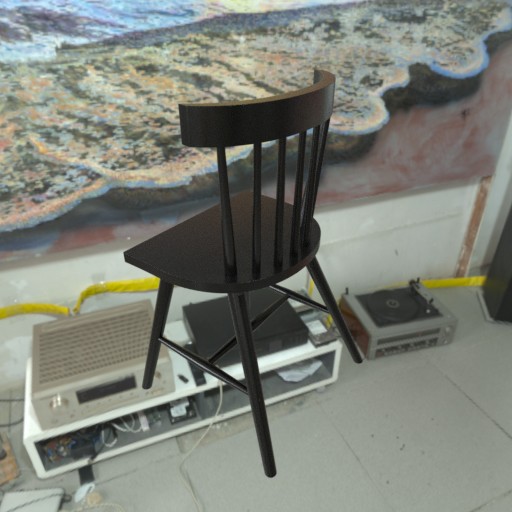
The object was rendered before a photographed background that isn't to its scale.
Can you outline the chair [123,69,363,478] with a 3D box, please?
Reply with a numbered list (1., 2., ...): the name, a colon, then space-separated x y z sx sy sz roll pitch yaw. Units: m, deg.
1. chair: 0.000 0.000 1.143 0.483 0.844 0.506 22 38 31
